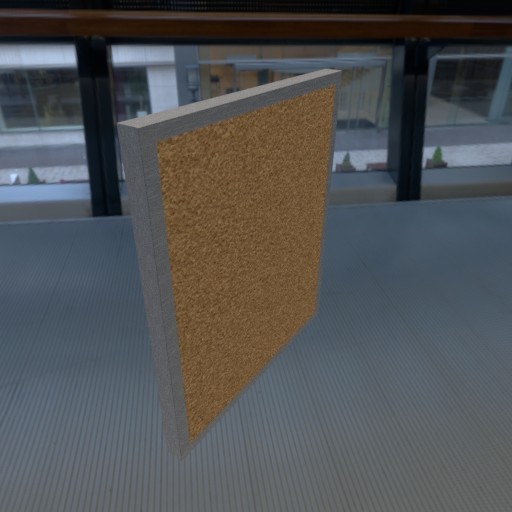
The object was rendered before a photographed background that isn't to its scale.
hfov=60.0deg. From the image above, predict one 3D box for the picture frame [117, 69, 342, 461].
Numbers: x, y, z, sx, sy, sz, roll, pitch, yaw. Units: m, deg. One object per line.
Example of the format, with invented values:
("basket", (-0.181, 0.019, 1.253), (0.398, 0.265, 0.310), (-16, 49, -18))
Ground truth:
("picture frame", (0.000, 0.000, 0.530), (0.027, 0.378, 0.327), (20, 36, 30))
